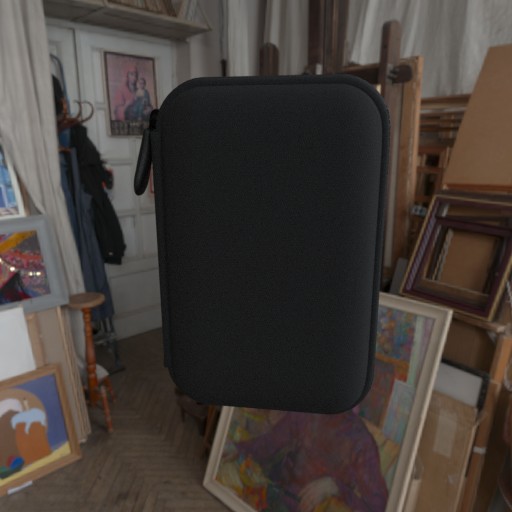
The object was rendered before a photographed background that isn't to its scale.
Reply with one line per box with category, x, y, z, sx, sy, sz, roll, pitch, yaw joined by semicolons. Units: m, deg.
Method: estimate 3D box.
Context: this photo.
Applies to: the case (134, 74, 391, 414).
case;0.000;0.000;0.194;0.107;0.147;0.030;2;14;8
